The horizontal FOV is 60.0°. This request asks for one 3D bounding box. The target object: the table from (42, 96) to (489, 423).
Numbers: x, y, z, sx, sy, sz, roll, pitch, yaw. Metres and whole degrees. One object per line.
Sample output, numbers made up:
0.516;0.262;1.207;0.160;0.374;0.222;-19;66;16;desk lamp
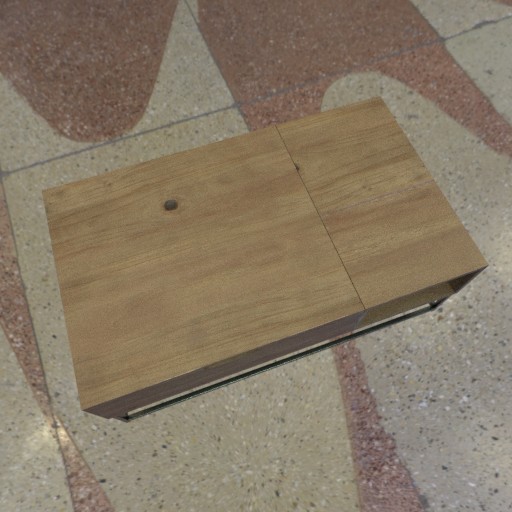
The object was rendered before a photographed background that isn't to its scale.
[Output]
0.000;0.000;1.424;1.101;0.395;0.655;-18;66;-8;table
